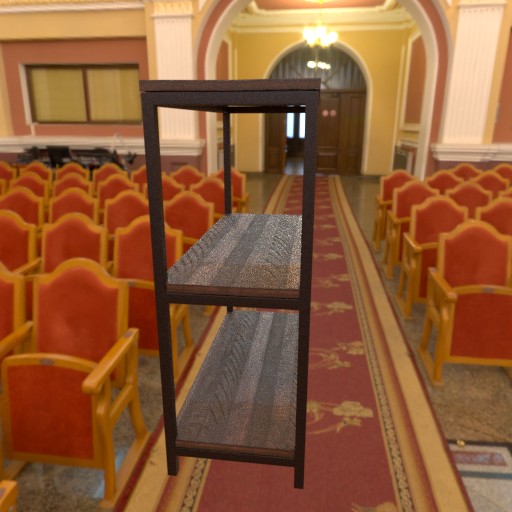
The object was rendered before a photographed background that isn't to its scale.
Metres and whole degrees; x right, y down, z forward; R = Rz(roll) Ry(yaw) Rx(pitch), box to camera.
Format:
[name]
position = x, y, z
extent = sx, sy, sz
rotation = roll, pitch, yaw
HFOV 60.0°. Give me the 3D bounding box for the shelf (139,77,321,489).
[shelf]
position = 0.000, 0.000, 1.368
extent = 0.352, 0.947, 0.822
rotation = 2, 17, 7
